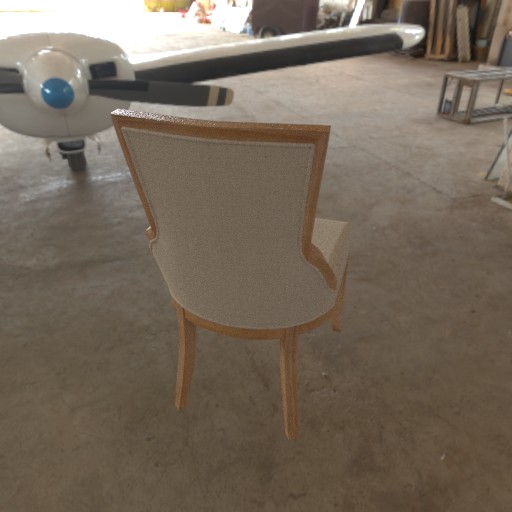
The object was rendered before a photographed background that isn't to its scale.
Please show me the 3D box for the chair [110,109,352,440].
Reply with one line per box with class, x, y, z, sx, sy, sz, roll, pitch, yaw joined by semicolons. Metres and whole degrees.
chair;0.000;0.000;1.339;0.524;0.947;0.641;9;32;15
